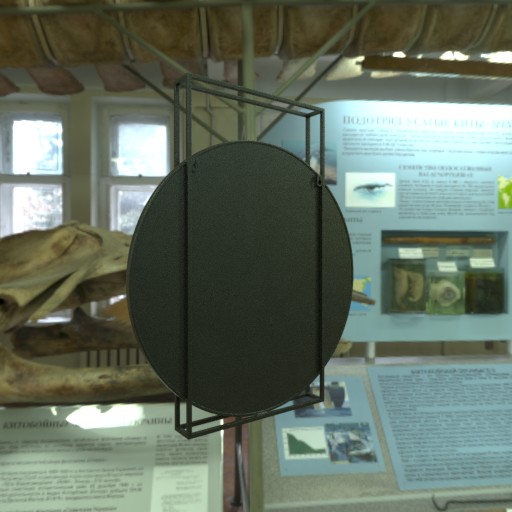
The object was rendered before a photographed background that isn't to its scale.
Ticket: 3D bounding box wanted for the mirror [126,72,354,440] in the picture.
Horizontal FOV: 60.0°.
[{"bbox_3d":[0.000,0.000,0.840,0.508,0.603,0.051,0,1,-36],"label":"mirror"}]
